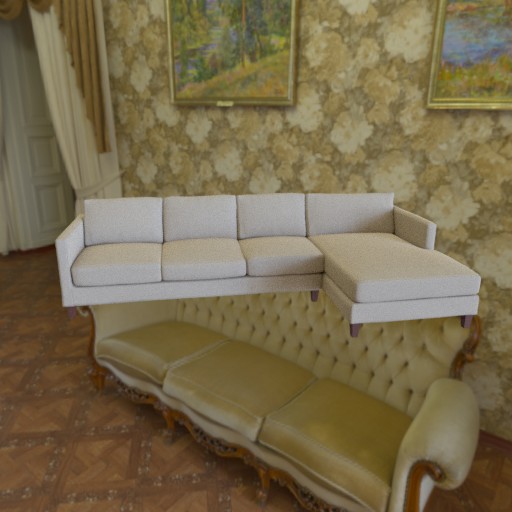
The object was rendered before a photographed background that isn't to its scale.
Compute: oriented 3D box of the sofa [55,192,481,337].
[{"bbox_3d":[0.000,0.000,3.809,3.186,0.861,1.625,-3,18,-9],"label":"sofa"}]
